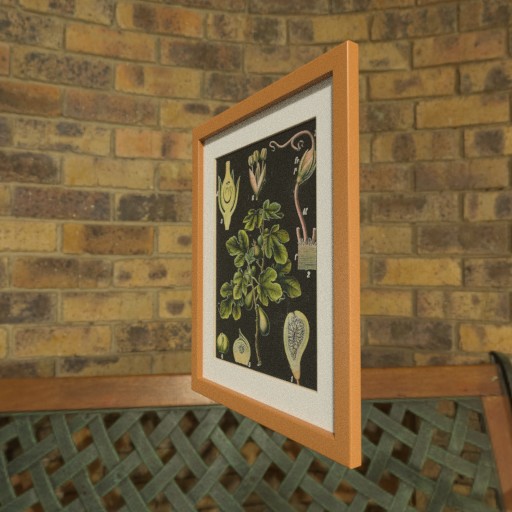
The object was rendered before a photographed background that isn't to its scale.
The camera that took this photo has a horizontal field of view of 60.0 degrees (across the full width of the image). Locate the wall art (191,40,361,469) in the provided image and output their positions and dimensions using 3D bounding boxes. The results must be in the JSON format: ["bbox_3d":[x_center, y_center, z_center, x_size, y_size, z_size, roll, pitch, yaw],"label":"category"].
[{"bbox_3d":[0.000,0.000,0.521,0.015,0.379,0.310,1,-2,-35],"label":"wall art"}]
